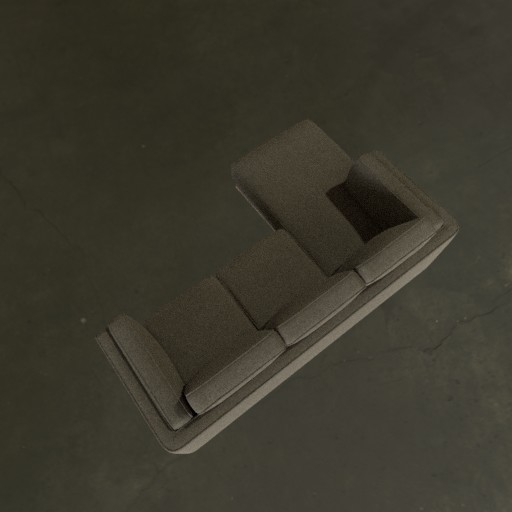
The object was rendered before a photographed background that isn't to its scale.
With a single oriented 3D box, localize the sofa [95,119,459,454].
[{"bbox_3d":[0.000,0.000,3.258,2.411,0.929,1.604,-34,69,-15],"label":"sofa"}]
